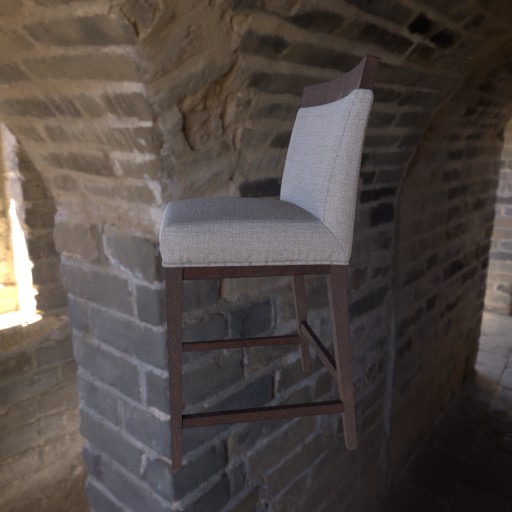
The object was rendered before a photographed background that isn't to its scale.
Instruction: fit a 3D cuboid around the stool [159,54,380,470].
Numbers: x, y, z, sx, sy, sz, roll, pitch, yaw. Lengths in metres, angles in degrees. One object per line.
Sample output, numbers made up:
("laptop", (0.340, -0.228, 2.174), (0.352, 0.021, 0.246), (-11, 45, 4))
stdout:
("stool", (0.000, 0.000, 1.296), (0.531, 1.009, 0.512), (-2, 14, -9))
